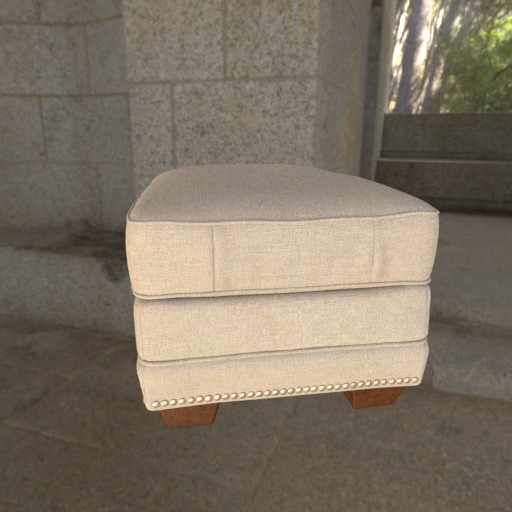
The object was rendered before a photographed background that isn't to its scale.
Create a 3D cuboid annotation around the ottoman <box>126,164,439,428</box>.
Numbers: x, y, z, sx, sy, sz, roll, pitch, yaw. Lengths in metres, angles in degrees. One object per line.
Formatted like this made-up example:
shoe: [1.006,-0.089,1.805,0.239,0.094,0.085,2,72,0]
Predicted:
ottoman: [0.000,0.000,1.140,0.559,0.458,0.813,-3,16,-9]
